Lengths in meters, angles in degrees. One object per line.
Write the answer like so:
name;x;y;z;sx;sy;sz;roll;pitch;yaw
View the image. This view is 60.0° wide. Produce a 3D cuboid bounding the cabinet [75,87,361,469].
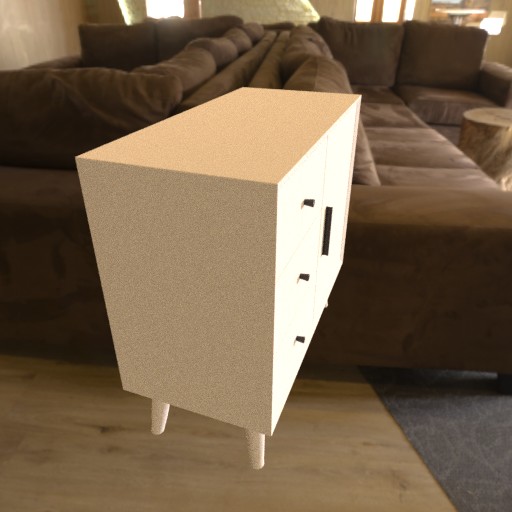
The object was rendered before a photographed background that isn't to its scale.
cabinet;0.000;0.000;1.252;0.398;0.761;0.800;11;32;18
